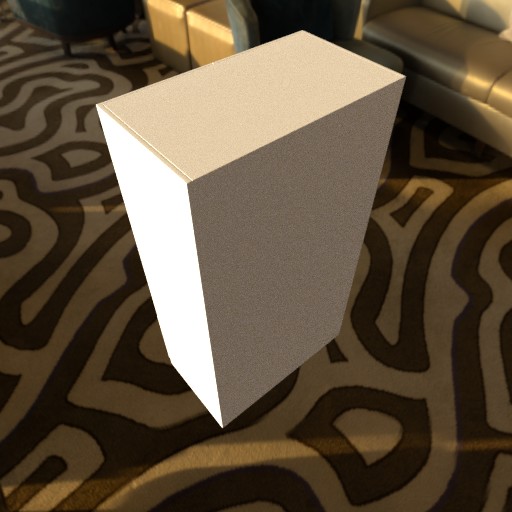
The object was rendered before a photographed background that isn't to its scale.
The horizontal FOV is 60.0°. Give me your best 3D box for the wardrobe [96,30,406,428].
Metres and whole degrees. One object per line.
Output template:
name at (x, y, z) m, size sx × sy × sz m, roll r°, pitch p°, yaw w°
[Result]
wardrobe at (0.000, 0.000, 2.274) m, size 0.991 × 1.808 × 0.577 m, roll -32°, pitch 56°, yaw -25°
